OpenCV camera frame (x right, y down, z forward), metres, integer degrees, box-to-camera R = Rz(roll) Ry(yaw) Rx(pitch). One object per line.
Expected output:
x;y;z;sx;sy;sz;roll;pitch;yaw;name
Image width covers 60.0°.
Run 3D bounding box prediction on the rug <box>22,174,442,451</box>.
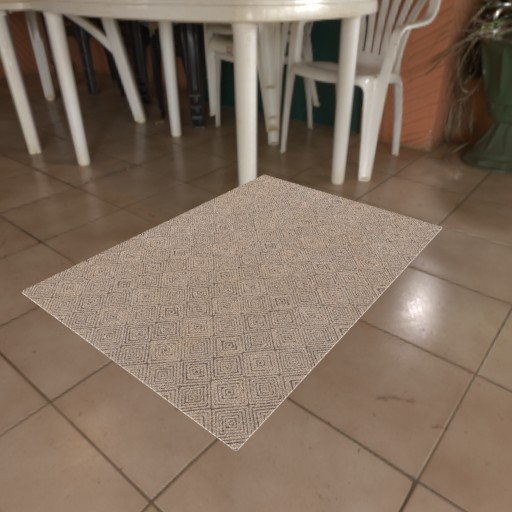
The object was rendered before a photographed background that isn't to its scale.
0.000;0.000;2.811;1.593;0.008;2.238;23;39;32;rug
